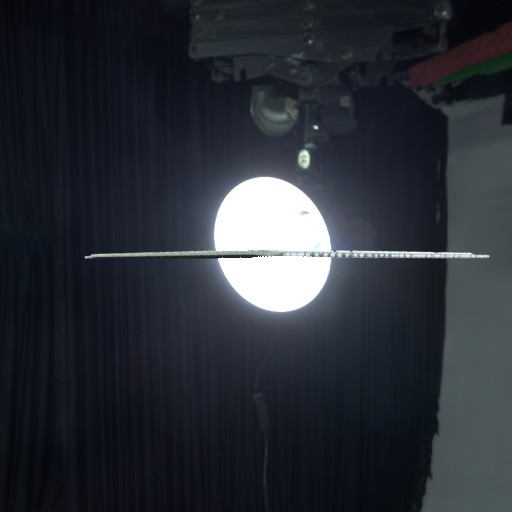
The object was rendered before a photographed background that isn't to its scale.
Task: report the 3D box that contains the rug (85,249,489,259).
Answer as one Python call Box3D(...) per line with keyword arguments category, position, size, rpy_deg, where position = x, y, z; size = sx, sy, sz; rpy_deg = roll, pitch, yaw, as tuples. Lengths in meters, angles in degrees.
Box3D(category="rug", position=(0.000, 0.000, 2.876), size=(1.494, 0.031, 2.307), rpy_deg=(0, -1, -37))
